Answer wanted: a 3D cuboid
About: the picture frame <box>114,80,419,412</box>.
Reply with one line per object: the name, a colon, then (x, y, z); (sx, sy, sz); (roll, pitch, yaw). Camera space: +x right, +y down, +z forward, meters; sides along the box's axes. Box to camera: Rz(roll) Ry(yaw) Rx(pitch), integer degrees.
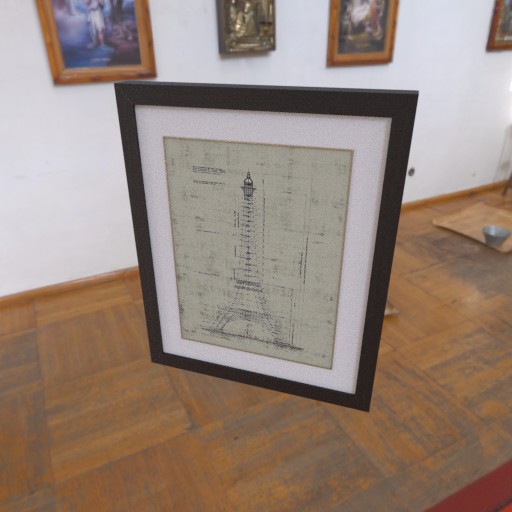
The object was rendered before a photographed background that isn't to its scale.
picture frame: (0.000, 0.000, 0.773); (0.452, 0.555, 0.044); (8, 28, 16)
